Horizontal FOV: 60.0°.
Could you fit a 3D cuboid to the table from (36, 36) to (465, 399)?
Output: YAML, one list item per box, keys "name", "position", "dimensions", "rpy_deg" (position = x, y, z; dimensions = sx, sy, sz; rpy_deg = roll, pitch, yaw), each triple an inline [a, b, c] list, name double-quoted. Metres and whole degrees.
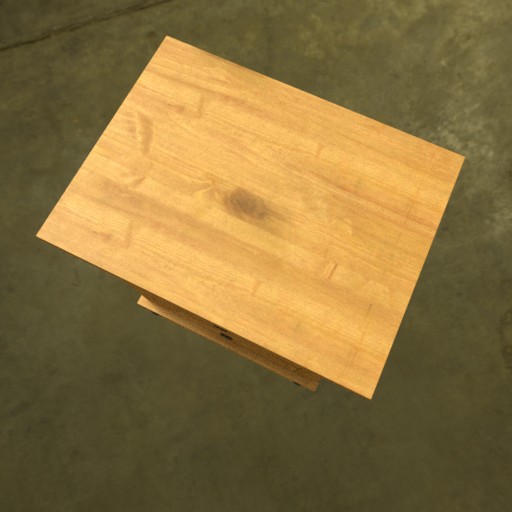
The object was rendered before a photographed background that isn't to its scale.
- name: "table"
  position: [0.000, 0.000, 1.225]
  dimensions: [0.660, 0.813, 0.500]
  rpy_deg: [25, 75, 7]
